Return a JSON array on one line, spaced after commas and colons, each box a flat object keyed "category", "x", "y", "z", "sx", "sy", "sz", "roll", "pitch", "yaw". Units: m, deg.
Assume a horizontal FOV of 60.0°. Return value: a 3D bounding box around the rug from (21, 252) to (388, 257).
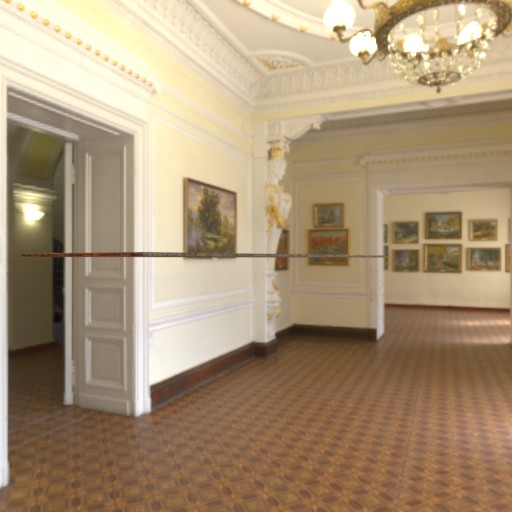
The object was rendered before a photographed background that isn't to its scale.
[{"category": "rug", "x": 0.000, "y": 0.000, "z": 2.668, "sx": 0.810, "sy": 0.016, "sz": 2.413, "roll": 0, "pitch": 0, "yaw": 36}]
